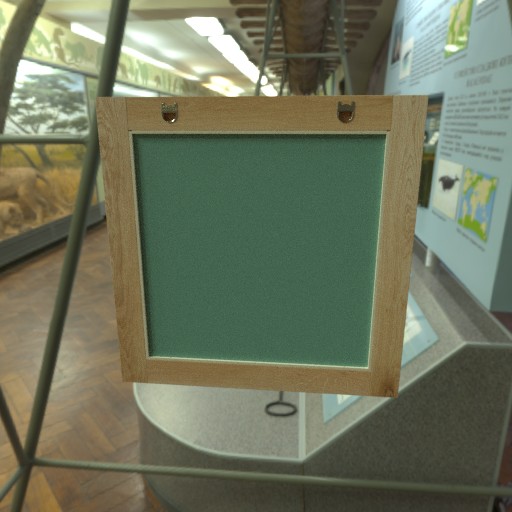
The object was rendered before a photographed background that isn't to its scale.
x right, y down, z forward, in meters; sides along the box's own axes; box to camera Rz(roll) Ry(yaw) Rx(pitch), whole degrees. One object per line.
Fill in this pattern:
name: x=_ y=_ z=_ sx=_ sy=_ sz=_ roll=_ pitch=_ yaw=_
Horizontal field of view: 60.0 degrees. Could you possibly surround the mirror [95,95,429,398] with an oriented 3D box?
mirror: x=0.000 y=0.000 z=1.178 sx=0.800 sy=0.800 sz=0.020 roll=2 pitch=16 yaw=6
